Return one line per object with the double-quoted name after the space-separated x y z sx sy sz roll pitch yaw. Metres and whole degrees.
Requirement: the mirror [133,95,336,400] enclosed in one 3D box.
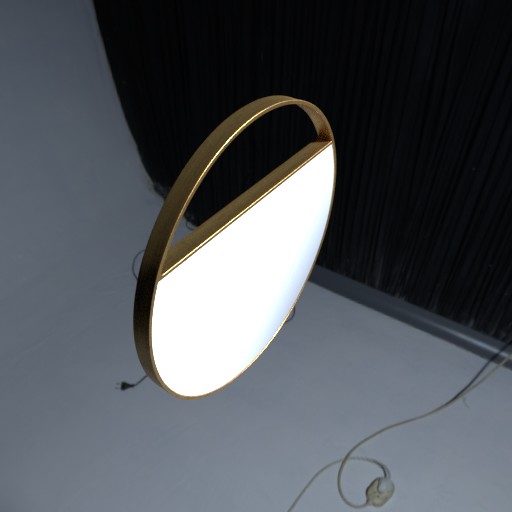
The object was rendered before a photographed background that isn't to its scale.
0.000 0.000 0.822 0.032 0.565 0.565 25 46 26 "mirror"
